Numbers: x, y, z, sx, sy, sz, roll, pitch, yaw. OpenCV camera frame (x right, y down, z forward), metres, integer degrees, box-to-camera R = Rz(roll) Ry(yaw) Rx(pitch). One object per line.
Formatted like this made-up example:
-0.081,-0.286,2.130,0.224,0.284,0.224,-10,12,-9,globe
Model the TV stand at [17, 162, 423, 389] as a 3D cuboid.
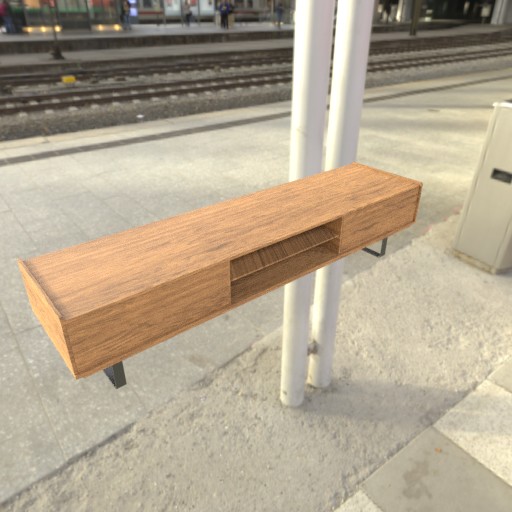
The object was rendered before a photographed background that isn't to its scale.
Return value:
0.000,0.000,1.999,1.796,0.415,0.467,-22,36,-33,TV stand
